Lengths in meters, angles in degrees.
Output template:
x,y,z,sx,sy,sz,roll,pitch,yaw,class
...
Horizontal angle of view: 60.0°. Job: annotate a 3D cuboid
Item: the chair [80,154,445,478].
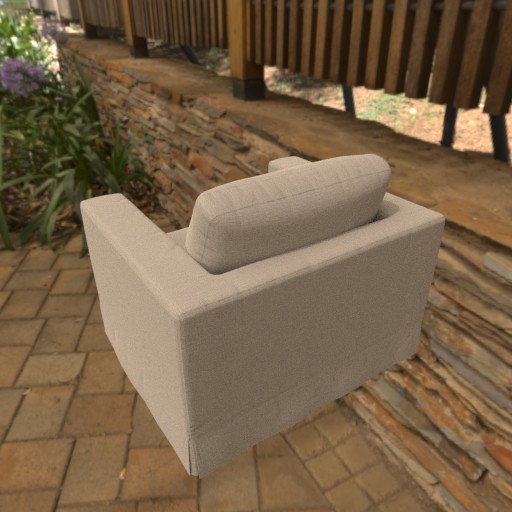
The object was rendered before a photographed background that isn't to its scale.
x,y,z,sx,sy,sz,roll,pitch,yaw,class
0.000,0.000,1.830,1.150,0.878,0.957,-18,34,-29,chair
